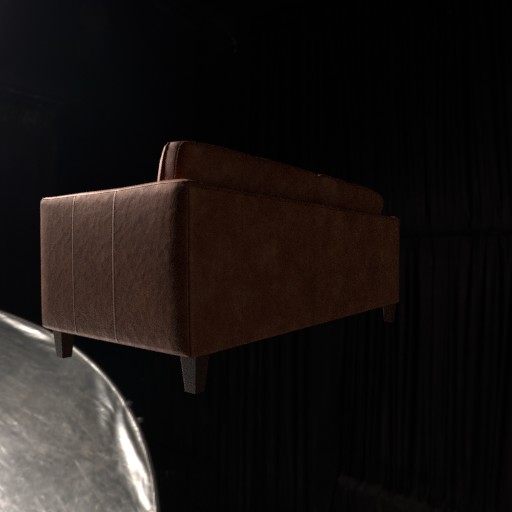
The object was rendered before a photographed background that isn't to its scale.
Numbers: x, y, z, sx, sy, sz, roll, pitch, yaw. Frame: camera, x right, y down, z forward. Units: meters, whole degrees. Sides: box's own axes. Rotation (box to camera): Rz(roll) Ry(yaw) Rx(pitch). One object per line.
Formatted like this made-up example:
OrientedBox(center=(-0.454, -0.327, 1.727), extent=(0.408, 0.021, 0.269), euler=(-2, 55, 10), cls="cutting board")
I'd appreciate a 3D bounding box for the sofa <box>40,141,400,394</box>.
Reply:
OrientedBox(center=(0.000, 0.000, 2.409), extent=(0.923, 0.863, 1.971), euler=(0, 1, 37), cls="sofa")
